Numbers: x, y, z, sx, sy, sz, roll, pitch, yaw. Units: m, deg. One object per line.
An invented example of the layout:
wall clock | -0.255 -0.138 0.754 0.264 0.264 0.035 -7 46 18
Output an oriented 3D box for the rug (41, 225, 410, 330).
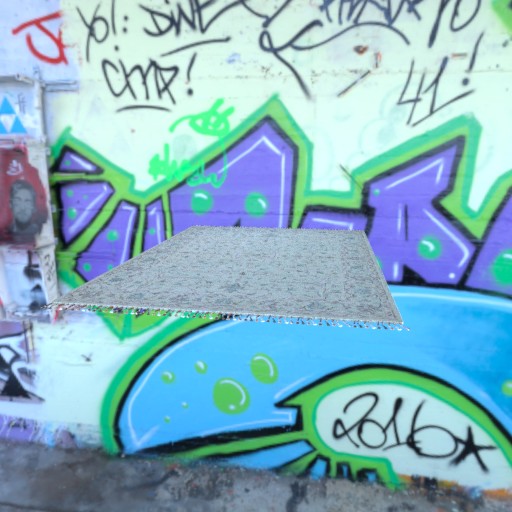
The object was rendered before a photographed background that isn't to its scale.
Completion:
rug | 0.000 0.000 2.300 1.247 0.008 1.802 2 13 9
